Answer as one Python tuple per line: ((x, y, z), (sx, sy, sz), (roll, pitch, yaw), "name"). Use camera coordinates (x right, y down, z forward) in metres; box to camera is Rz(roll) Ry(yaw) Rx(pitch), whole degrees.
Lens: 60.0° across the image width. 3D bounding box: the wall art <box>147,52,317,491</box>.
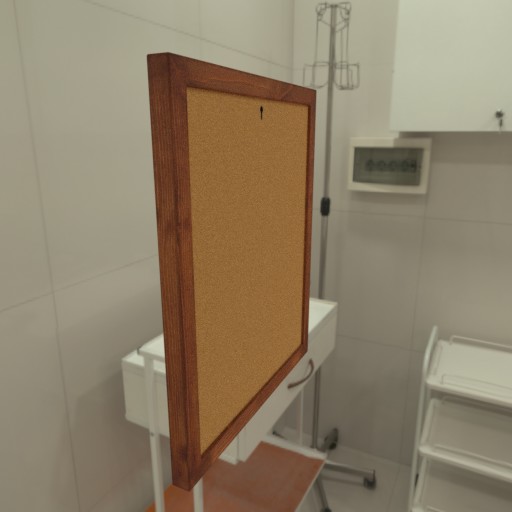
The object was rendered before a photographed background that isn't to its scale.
((0.000, 0.000, 0.741), (0.030, 0.558, 0.462), (8, 17, 26), "wall art")
